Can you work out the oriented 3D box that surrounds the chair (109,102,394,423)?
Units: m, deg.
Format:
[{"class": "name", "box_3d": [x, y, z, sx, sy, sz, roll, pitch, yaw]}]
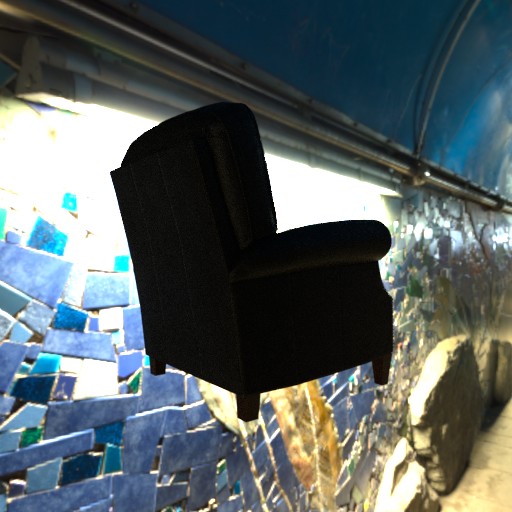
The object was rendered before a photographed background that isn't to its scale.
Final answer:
[{"class": "chair", "box_3d": [0.000, 0.000, 1.822, 0.986, 1.018, 0.936, 0, 1, -38]}]
